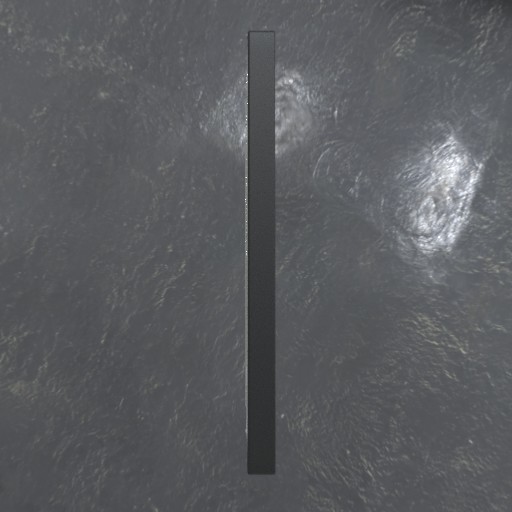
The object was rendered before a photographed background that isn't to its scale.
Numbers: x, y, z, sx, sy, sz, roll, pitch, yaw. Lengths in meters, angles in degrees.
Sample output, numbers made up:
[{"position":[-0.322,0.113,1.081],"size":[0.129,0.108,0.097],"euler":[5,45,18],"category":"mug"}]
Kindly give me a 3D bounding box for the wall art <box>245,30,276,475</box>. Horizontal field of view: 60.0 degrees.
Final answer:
[{"position":[0.000,0.000,0.909],"size":[0.043,0.611,0.610],"euler":[0,88,-1],"category":"wall art"}]
